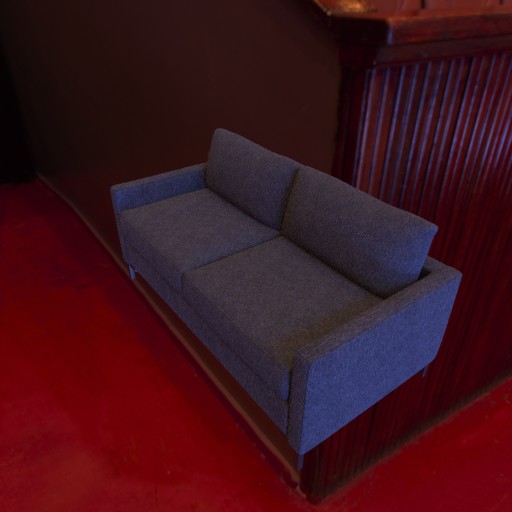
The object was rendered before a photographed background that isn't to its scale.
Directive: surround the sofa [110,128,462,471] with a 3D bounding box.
[{"bbox_3d":[0.000,0.000,2.258,0.866,0.862,1.716,-22,39,-30],"label":"sofa"}]
